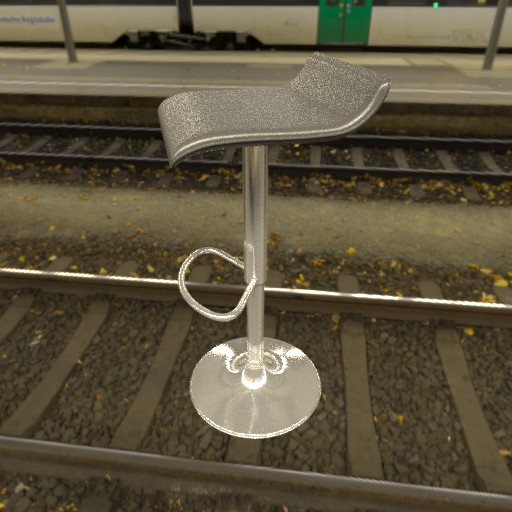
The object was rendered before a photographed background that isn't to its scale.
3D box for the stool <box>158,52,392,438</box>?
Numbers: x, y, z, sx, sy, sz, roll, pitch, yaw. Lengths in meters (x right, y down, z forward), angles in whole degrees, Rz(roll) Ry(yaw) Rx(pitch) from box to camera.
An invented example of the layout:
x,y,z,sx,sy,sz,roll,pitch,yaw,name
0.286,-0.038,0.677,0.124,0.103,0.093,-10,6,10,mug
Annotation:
x,y,z,sx,sy,sz,roll,pitch,yaw,name
0.000,0.000,1.066,0.381,0.851,0.381,-7,32,-12,stool
